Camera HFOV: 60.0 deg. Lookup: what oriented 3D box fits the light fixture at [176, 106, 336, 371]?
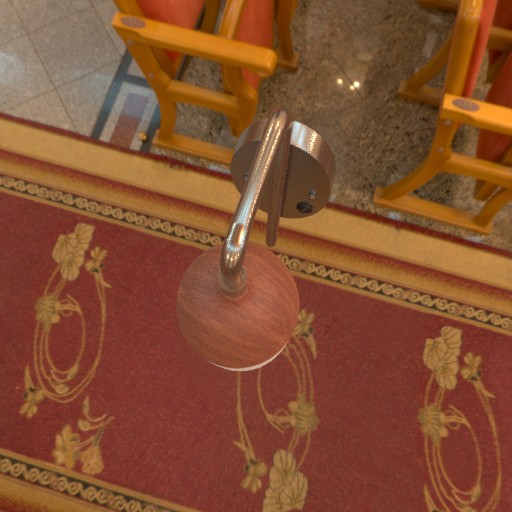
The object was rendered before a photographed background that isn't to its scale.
[{"bbox_3d":[0.000,0.000,0.425,0.108,0.343,0.216,16,75,5],"label":"light fixture"}]
